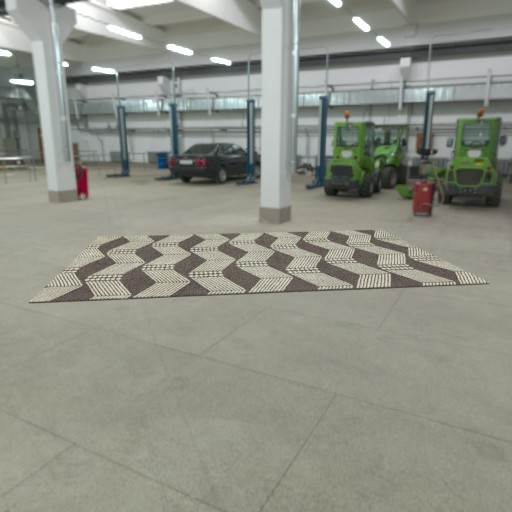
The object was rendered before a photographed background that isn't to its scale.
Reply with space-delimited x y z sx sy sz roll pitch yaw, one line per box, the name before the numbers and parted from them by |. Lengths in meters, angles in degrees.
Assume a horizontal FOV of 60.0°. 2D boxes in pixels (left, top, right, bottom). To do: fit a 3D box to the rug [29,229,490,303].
rug | 0.000 0.000 3.043 2.435 0.011 1.517 -2 15 -7
